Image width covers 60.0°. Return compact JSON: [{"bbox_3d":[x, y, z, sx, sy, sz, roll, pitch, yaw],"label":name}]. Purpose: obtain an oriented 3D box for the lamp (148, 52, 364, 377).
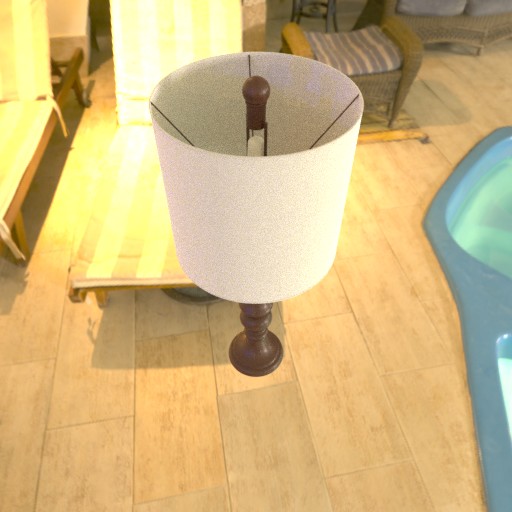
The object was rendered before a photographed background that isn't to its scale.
[{"bbox_3d":[0.000,0.000,0.723,0.250,0.597,0.250,-3,47,-3],"label":"lamp"}]
